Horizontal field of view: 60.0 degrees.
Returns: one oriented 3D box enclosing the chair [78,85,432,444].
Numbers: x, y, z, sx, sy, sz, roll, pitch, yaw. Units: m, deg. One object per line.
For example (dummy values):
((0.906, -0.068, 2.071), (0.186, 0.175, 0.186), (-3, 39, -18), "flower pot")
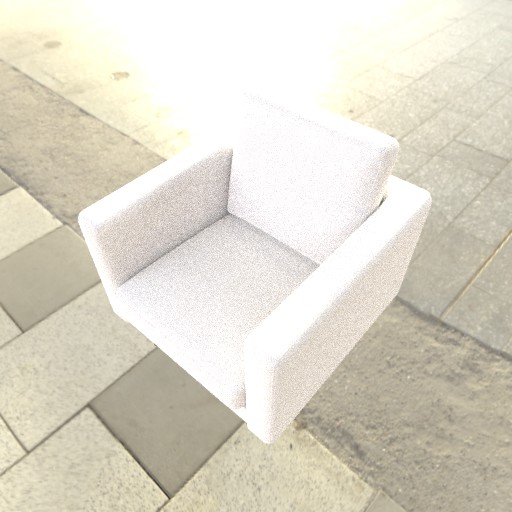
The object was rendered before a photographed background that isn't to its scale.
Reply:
((0.000, 0.000, 1.590), (0.831, 0.899, 0.879), (32, 55, 26), "chair")
